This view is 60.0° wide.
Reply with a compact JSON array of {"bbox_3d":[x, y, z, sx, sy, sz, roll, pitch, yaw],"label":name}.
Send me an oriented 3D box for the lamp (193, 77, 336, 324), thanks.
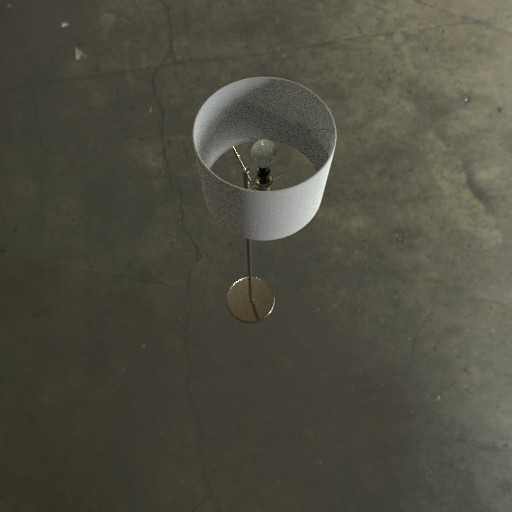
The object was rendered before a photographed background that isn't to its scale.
[{"bbox_3d":[0.000,0.000,1.744,0.324,1.600,0.416,-22,68,-9],"label":"lamp"}]
